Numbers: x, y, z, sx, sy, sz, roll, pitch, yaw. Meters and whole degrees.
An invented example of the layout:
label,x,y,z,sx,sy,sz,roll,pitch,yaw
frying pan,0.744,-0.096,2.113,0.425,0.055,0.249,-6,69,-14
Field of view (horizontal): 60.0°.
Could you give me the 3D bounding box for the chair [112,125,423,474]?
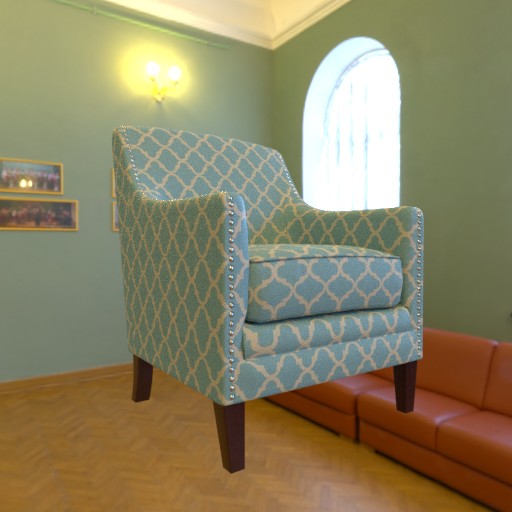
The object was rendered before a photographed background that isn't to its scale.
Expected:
label,x,y,z,sx,sy,sz,roll,pitch,yaw
chair,0.000,0.000,1.267,0.617,0.817,0.686,-1,2,-35
